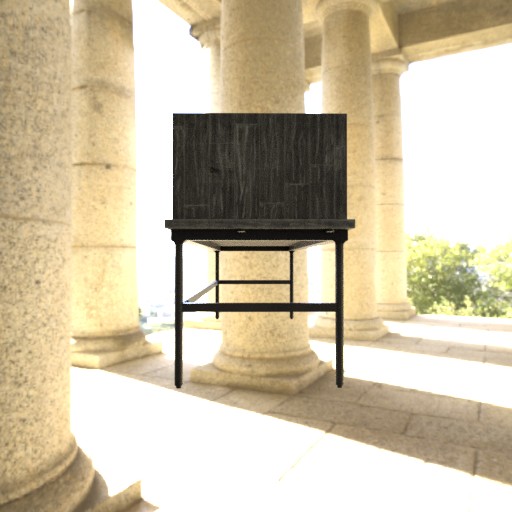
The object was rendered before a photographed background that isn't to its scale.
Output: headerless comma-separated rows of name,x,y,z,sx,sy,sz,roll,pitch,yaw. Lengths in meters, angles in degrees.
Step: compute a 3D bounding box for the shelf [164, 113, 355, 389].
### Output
shelf,0.000,0.000,1.660,0.457,0.633,1.342,0,-1,-1
